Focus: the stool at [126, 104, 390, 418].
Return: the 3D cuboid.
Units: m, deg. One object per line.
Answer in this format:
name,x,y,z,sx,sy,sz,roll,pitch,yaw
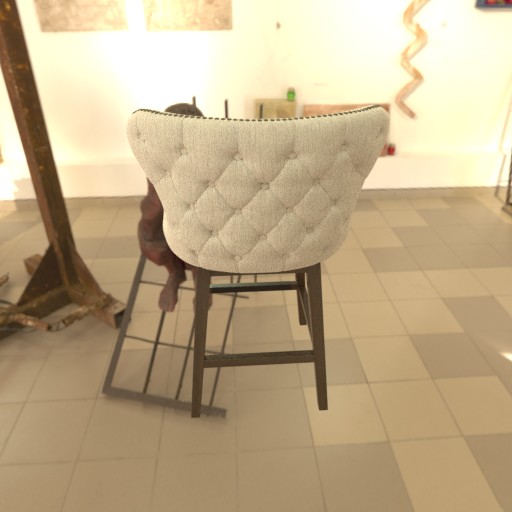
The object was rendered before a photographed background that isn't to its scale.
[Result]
stool,0.000,0.000,1.363,0.615,0.972,0.597,-2,31,-3
